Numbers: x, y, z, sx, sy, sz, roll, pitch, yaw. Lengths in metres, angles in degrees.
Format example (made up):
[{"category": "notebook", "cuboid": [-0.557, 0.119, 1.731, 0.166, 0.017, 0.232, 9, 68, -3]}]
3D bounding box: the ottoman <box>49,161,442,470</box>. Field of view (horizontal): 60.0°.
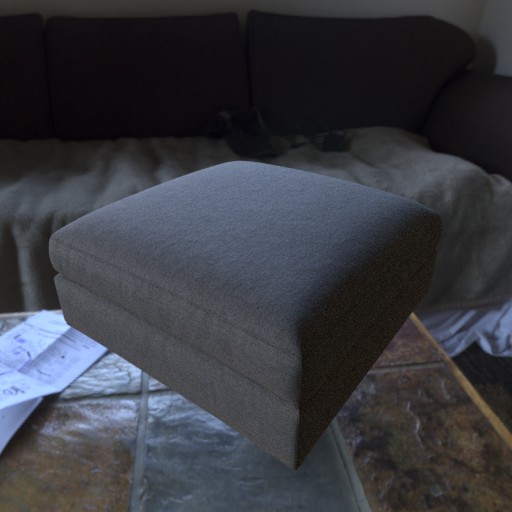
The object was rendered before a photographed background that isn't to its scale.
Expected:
[{"category": "ottoman", "cuboid": [0.000, 0.000, 1.623, 1.041, 0.470, 1.041, 20, 35, 32]}]
